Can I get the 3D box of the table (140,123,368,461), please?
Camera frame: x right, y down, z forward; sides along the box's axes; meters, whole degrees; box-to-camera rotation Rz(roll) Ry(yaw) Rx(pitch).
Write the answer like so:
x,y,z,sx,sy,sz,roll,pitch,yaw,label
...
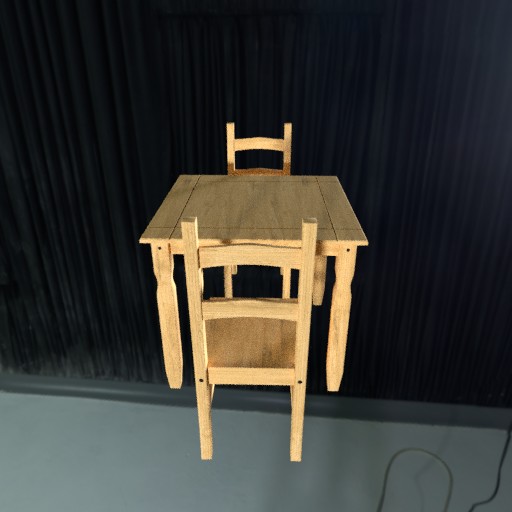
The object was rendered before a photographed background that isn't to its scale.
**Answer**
x,y,z,sx,sy,sz,roll,pitch,yaw,label
0.000,0.000,2.055,0.813,0.942,1.501,1,26,1,table
